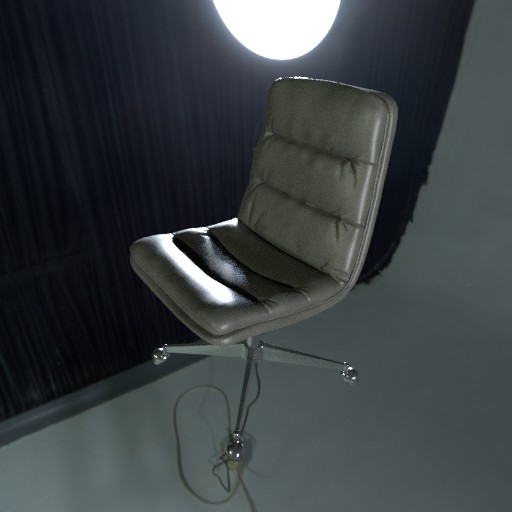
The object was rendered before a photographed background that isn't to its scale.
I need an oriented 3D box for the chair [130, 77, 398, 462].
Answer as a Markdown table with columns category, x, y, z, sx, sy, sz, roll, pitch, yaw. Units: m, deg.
| category | x | y | z | sx | sy | sz | roll | pitch | yaw |
| --- | --- | --- | --- | --- | --- | --- | --- | --- | --- |
| chair | 0.000 | 0.000 | 1.045 | 0.485 | 0.738 | 0.422 | -21 | 37 | -32 |
